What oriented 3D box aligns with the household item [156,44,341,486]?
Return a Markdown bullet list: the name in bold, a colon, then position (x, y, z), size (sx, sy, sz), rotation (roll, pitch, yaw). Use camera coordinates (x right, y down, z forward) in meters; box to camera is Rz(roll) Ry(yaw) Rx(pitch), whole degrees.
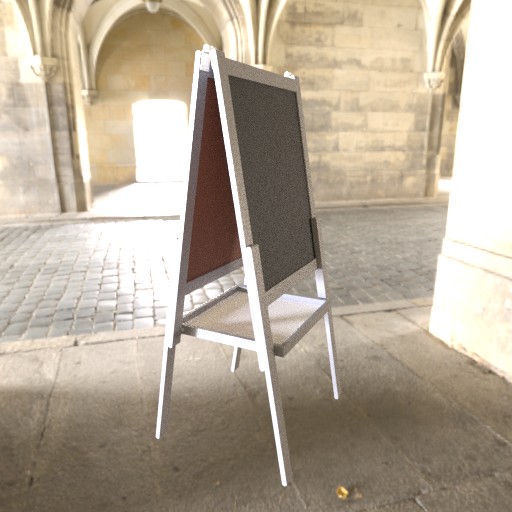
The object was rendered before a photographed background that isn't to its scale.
- **household item**: position (0.000, 0.000, 1.439), size (0.469, 1.172, 0.531), rotation (7, 16, 26)
